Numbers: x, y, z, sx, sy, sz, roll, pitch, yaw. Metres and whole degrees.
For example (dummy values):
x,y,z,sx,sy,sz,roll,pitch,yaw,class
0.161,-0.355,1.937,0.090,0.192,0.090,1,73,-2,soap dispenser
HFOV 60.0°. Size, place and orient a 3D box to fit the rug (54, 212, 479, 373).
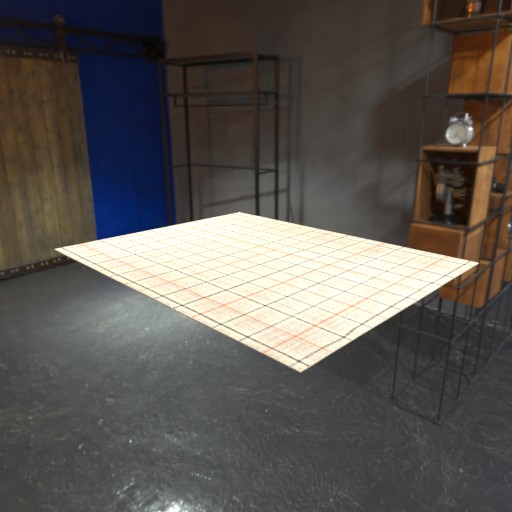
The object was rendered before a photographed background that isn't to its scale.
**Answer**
x,y,z,sx,sy,sz,roll,pitch,yaw,class
0.000,0.000,4.057,3.048,0.012,2.444,17,24,42,rug
